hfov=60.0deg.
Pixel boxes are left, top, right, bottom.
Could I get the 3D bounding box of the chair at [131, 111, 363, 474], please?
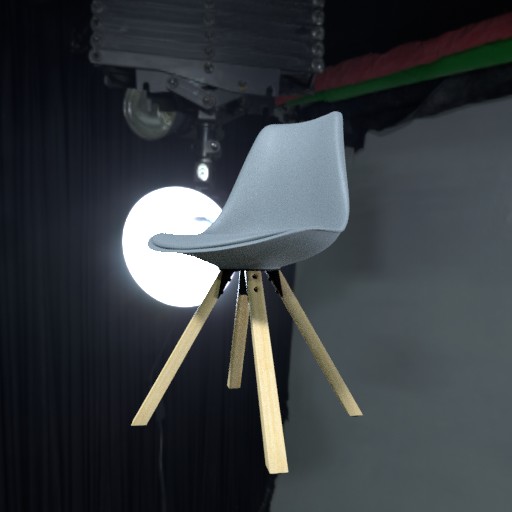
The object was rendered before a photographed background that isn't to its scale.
[{"bbox_3d":[0.000,0.000,1.171,0.485,0.850,0.549,0,0,36],"label":"chair"}]
